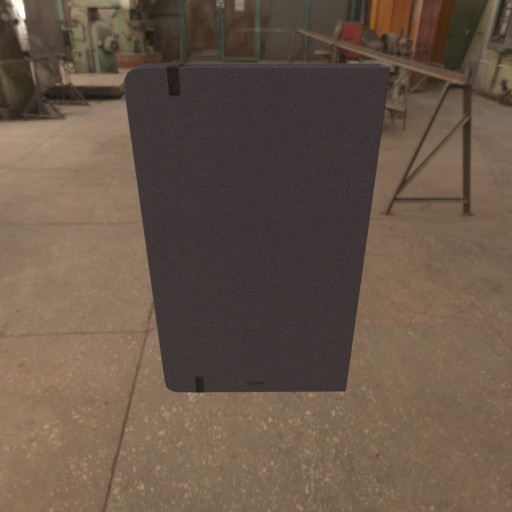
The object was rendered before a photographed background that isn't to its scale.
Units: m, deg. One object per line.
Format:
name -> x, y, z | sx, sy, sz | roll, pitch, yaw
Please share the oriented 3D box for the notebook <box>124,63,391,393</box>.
notebook -> 0.000, 0.000, 0.267 | 0.127, 0.213, 0.016 | 0, 29, 0
